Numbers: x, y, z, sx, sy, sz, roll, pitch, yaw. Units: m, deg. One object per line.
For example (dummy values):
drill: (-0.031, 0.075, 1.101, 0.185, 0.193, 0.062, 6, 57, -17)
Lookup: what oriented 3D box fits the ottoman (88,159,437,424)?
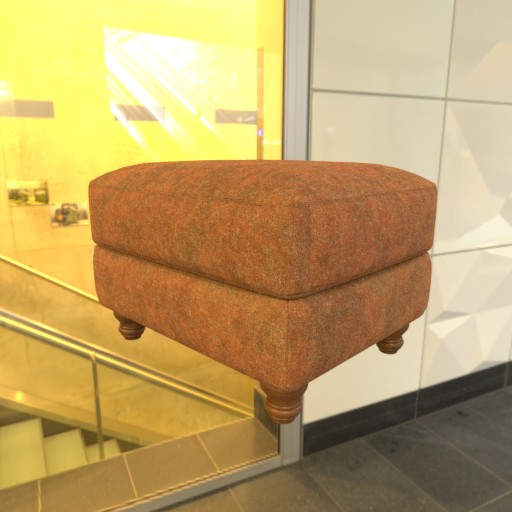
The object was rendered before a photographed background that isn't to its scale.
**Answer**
ottoman: (0.000, 0.000, 1.192, 0.787, 0.508, 0.635, 12, 18, 43)
